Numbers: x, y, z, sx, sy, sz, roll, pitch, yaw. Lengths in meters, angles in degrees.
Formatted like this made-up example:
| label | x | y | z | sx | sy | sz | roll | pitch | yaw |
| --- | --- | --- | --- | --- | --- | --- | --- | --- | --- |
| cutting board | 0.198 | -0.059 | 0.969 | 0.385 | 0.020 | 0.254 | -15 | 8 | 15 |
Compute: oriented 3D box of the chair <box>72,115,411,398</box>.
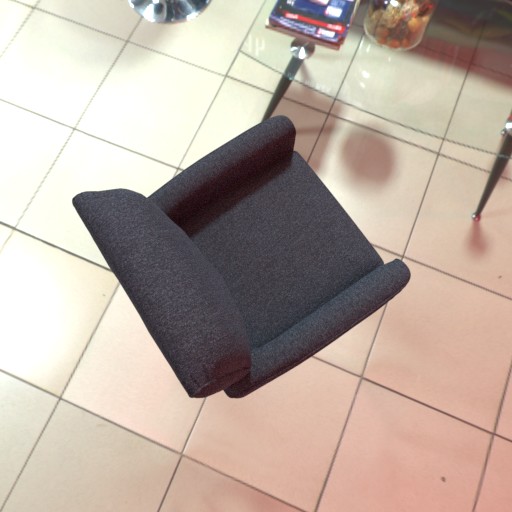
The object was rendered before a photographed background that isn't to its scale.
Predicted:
| label | x | y | z | sx | sy | sz | roll | pitch | yaw |
| --- | --- | --- | --- | --- | --- | --- | --- | --- | --- |
| chair | 0.000 | 0.000 | 1.675 | 0.850 | 1.016 | 0.839 | -33 | 77 | -9 |
